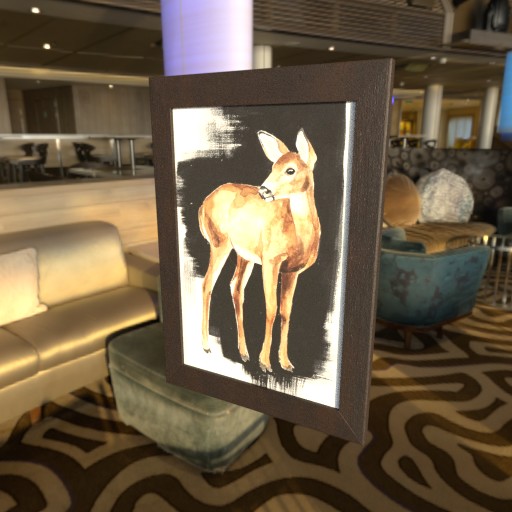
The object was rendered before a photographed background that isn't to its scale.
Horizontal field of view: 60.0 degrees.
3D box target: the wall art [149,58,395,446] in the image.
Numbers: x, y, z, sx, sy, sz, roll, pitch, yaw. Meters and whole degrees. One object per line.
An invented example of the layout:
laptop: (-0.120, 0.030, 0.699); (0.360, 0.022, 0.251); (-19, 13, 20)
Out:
wall art: (0.000, 0.000, 0.657); (0.359, 0.513, 0.017); (8, 17, 27)
